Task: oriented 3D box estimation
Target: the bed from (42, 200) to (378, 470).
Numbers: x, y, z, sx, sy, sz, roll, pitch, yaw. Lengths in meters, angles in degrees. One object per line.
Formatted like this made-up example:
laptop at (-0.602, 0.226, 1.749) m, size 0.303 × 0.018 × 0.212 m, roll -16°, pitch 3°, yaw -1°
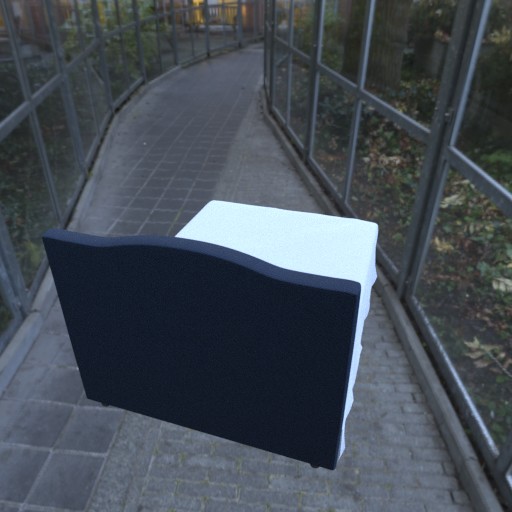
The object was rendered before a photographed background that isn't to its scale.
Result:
bed at (0.000, 0.000, 3.406) m, size 1.821 × 1.436 × 2.282 m, roll 10°, pitch 33°, yaw 15°
